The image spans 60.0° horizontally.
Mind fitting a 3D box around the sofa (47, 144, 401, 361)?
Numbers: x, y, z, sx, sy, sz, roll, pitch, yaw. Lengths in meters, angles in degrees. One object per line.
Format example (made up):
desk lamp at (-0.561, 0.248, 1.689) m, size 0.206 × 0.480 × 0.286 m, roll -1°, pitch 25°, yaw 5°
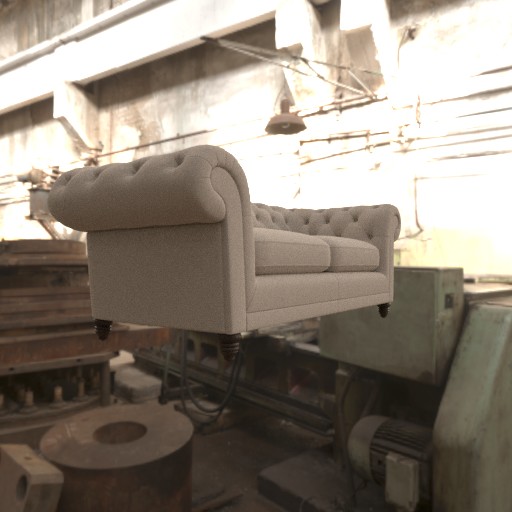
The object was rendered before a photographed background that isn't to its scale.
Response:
sofa at (0.000, 0.000, 2.431) m, size 0.986 × 0.764 × 1.998 m, roll -1°, pitch -1°, yaw 36°
